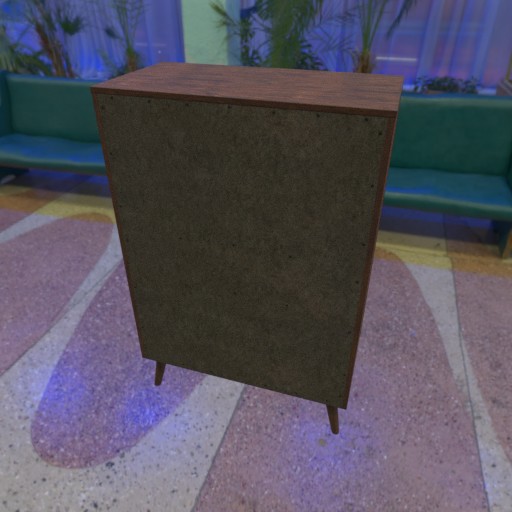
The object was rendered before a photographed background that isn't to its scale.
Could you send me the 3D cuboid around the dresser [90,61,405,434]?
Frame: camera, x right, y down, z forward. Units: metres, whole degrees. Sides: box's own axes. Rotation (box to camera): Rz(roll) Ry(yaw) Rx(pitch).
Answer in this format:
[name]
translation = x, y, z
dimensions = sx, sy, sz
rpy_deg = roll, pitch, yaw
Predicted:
[dresser]
translation = 0.000, 0.000, 1.817
dimensions = 0.919, 1.365, 0.498
rpy_deg = 10, 34, 15
